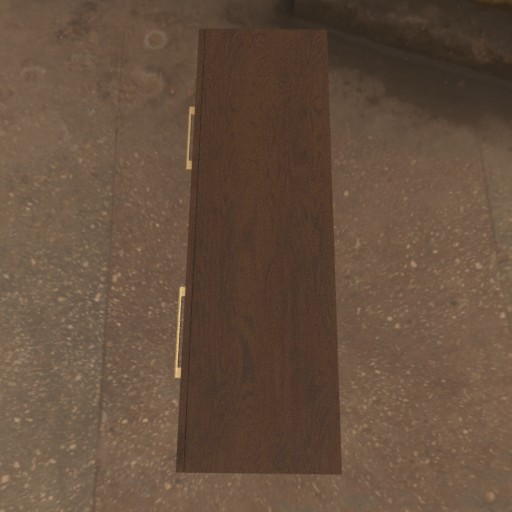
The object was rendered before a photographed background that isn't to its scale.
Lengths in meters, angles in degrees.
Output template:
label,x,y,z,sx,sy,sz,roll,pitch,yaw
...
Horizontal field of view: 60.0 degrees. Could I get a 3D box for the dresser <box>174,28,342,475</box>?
label,x,y,z,sx,sy,sz,roll,pitch,yaw
dresser,0.000,0.000,1.894,0.512,0.889,1.523,1,75,0
